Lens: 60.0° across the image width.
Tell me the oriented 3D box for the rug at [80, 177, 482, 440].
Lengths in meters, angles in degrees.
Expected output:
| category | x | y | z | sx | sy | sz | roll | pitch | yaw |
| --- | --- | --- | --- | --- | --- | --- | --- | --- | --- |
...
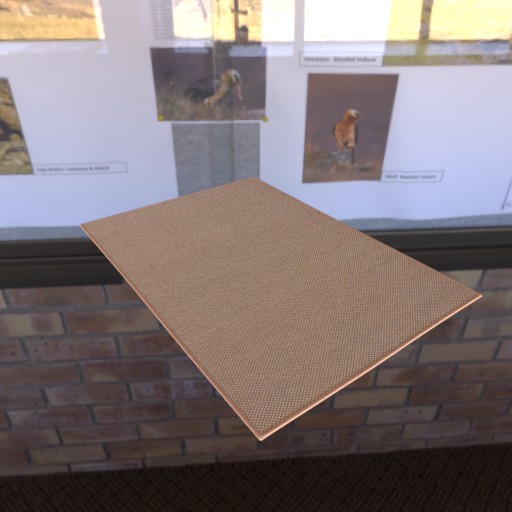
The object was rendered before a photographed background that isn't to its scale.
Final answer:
| category | x | y | z | sx | sy | sz | roll | pitch | yaw |
| --- | --- | --- | --- | --- | --- | --- | --- | --- | --- |
| rug | 0.000 | 0.000 | 2.769 | 1.524 | 0.013 | 2.134 | -21 | 38 | -30 |
